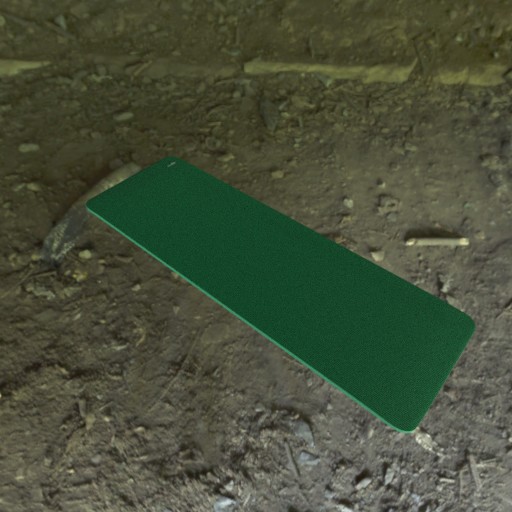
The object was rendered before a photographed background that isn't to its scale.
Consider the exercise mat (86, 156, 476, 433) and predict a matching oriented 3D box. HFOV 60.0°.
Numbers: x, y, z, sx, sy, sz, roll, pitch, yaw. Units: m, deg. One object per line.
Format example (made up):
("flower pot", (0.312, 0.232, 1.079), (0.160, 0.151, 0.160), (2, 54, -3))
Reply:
("exercise mat", (0.000, 0.000, 2.049), (1.869, 0.021, 0.616), (32, 54, 27))
